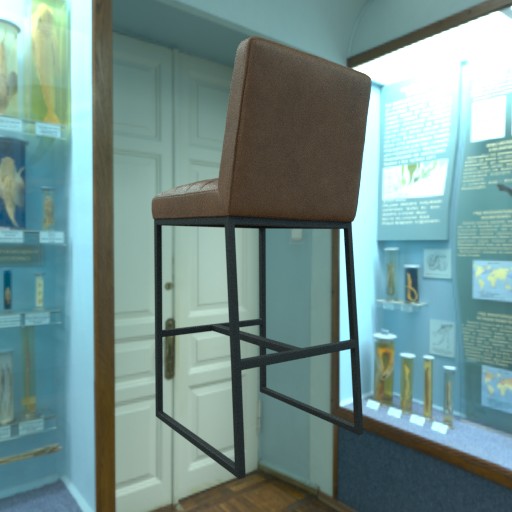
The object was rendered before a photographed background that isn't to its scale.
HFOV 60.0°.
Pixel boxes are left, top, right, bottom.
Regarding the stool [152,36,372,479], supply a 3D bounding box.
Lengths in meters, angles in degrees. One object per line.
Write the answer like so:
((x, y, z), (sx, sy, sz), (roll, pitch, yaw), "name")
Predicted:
((0.000, 0.000, 1.350), (0.458, 1.040, 0.556), (-1, 1, -36), "stool")
